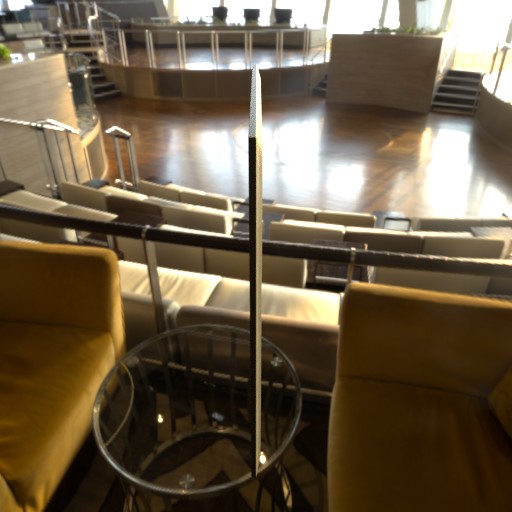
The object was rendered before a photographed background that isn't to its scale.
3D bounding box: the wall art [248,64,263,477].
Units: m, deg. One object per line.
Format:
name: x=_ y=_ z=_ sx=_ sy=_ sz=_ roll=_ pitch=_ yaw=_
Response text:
wall art: x=0.000 y=0.000 z=0.921 sx=0.018 sy=0.660 sz=0.559 roll=0 pitch=31 yaw=0
